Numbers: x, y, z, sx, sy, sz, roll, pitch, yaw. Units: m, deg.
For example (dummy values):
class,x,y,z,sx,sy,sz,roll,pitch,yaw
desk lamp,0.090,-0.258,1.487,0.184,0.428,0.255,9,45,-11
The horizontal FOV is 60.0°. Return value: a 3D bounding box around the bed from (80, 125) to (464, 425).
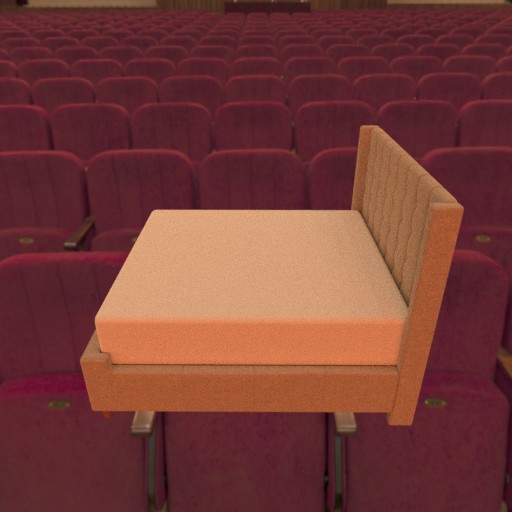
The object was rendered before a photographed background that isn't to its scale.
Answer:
class,x,y,z,sx,sy,sz,roll,pitch,yaw
bed,0.000,0.000,3.753,2.370,1.743,2.045,0,29,0
